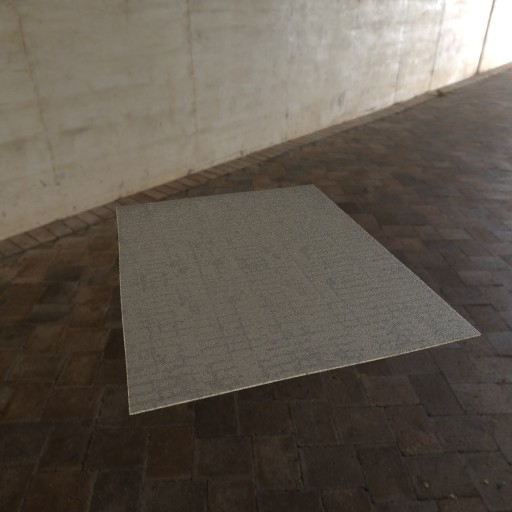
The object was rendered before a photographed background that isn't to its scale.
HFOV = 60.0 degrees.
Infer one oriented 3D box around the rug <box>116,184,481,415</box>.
[{"bbox_3d":[0.000,0.000,4.114,2.447,0.014,3.061,-9,31,-14],"label":"rug"}]
